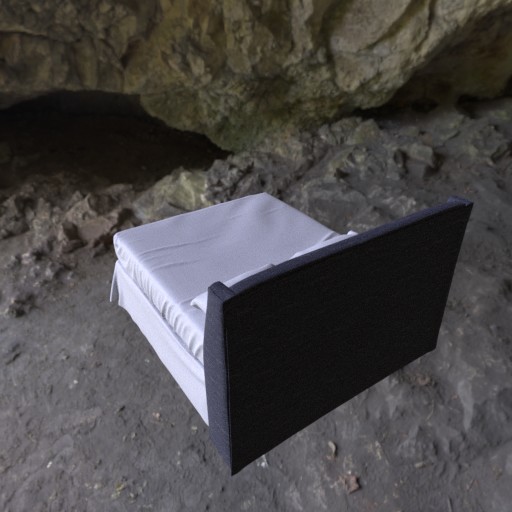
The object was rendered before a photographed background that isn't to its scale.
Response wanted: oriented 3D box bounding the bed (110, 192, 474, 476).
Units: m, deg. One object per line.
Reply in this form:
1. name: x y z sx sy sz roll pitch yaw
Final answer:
1. bed: 0.000 0.000 3.530 1.925 1.332 2.276 -19 36 -29
